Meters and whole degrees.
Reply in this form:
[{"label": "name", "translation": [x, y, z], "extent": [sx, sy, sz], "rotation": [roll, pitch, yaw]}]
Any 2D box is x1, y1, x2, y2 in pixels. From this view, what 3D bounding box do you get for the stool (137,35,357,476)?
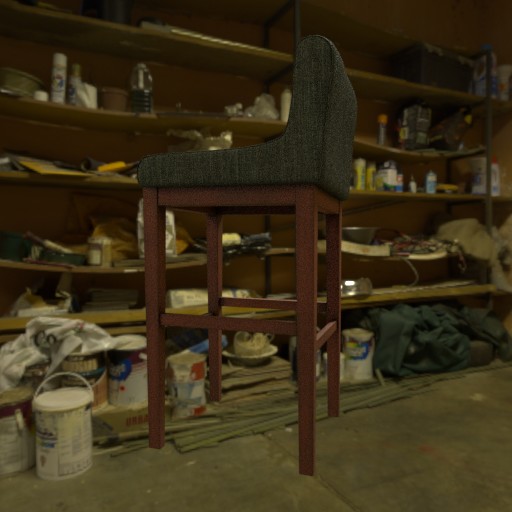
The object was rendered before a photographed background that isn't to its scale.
[{"label": "stool", "translation": [0.000, 0.000, 1.214], "extent": [0.499, 0.965, 0.426], "rotation": [1, 2, 19]}]
